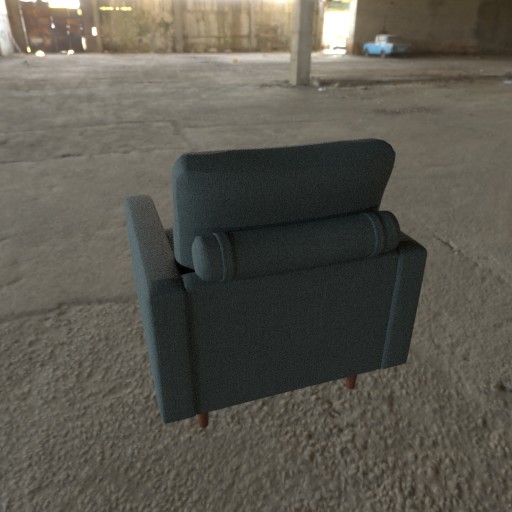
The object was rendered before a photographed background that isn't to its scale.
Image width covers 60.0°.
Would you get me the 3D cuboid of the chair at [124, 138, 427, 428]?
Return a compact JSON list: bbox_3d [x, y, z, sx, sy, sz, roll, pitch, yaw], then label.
[{"bbox_3d":[0.000,0.000,1.554,0.821,0.880,0.843,-9,28,-17],"label":"chair"}]
